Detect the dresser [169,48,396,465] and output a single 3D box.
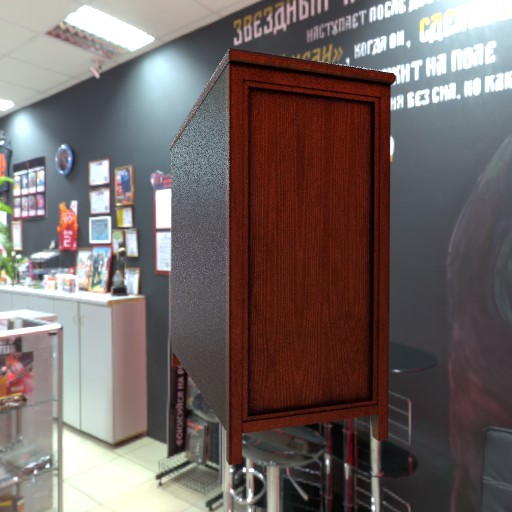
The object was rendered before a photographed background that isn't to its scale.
[{"bbox_3d":[0.000,0.000,1.971,0.591,1.224,1.250,0,1,-19],"label":"dresser"}]
